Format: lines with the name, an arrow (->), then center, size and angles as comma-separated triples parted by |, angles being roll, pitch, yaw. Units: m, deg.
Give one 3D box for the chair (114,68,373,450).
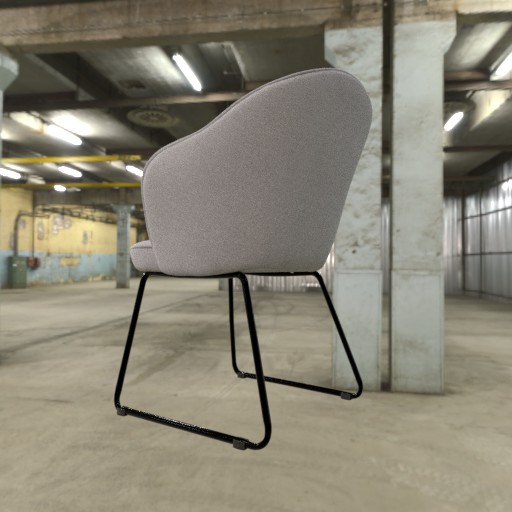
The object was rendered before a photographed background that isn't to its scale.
chair -> 0.000, 0.000, 1.189 | 0.592, 0.817, 0.570 | -1, -2, 37
